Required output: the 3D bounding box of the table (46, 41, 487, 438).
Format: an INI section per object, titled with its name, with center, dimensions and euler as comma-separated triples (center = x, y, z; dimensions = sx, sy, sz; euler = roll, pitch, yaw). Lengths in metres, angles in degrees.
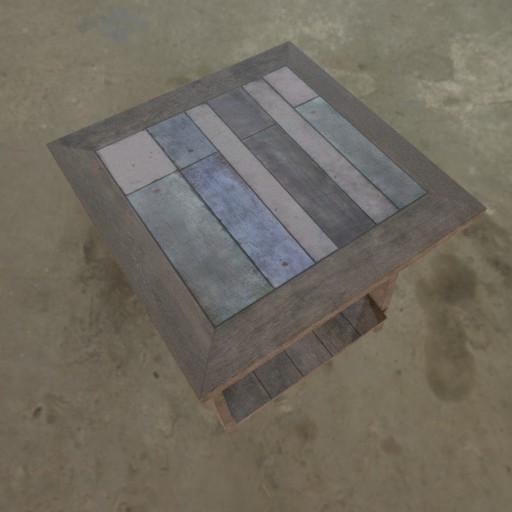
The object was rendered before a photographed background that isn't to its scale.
[table]
center = 0.000, 0.000, 1.113
dimensions = 0.610, 0.610, 0.610
euler = -30, 64, -17
